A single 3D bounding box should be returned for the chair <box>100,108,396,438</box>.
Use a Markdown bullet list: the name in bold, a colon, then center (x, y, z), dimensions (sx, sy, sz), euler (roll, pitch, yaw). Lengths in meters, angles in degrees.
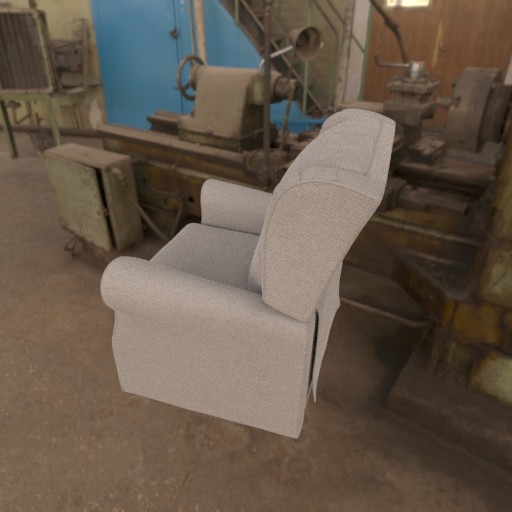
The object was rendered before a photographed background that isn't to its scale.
- **chair**: center (0.000, 0.000, 1.663), dimensions (0.854, 0.966, 0.906), euler (9, 31, 15)
